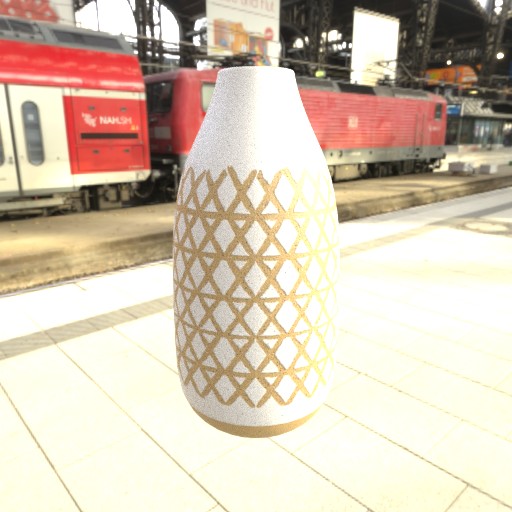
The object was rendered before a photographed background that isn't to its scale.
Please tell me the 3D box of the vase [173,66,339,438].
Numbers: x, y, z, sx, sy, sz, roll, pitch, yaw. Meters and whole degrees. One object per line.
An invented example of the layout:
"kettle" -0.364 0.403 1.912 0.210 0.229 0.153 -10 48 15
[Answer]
"vase" 0.000 0.000 0.491 0.186 0.380 0.186 0 16 0
